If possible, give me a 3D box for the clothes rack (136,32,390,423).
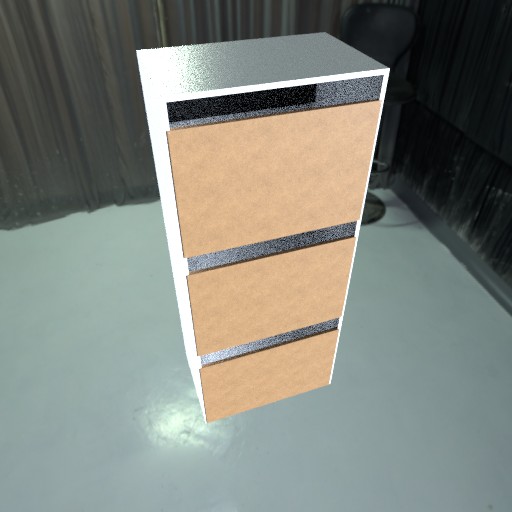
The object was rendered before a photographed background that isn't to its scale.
[{"bbox_3d":[0.000,0.000,1.398,0.500,1.187,0.330,-13,42,-15],"label":"clothes rack"}]
